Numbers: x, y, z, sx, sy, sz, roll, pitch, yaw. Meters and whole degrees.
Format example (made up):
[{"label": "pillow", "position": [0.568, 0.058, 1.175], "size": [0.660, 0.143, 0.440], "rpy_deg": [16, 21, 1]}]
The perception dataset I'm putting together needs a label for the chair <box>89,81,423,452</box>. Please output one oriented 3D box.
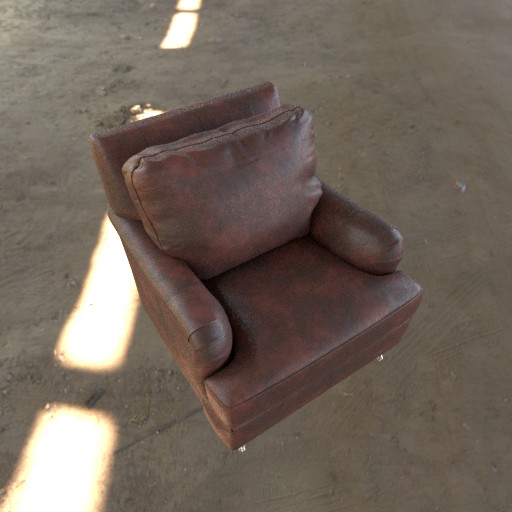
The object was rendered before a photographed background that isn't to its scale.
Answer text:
[{"label": "chair", "position": [0.000, 0.000, 1.952], "size": [0.987, 1.051, 1.156], "rpy_deg": [-25, 51, -22]}]
